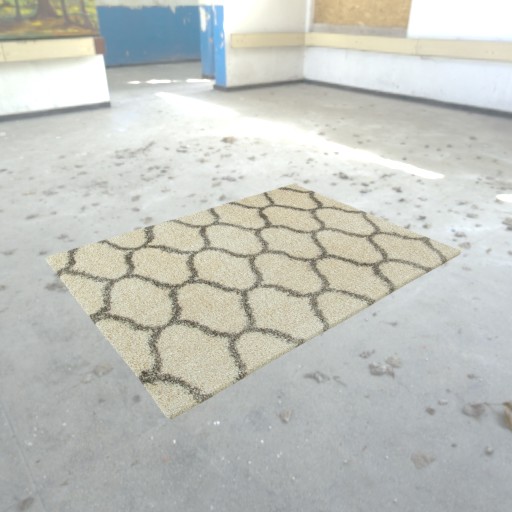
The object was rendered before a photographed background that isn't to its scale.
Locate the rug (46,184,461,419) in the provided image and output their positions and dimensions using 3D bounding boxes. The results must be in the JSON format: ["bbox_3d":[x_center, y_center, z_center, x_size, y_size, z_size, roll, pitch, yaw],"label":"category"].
[{"bbox_3d":[0.000,0.000,2.122,1.600,0.025,1.200,-21,36,-33],"label":"rug"}]
